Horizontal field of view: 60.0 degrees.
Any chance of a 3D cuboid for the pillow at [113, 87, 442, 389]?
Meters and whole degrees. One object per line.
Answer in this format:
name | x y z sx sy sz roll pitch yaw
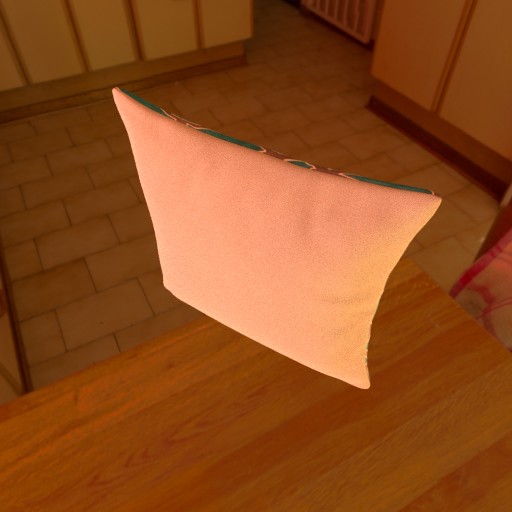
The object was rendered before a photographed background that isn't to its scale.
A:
pillow | 0.000 0.000 0.801 0.526 0.507 0.166 24 52 21
